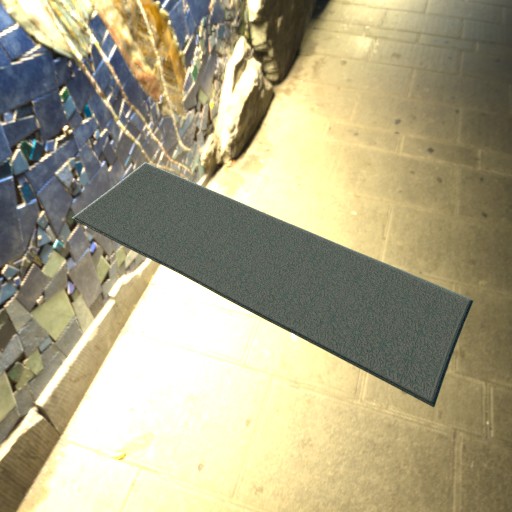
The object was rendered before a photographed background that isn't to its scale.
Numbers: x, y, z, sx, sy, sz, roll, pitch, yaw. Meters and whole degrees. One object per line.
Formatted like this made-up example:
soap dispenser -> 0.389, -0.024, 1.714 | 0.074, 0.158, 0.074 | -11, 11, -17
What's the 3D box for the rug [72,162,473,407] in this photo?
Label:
rug -> 0.000, 0.000, 2.455 | 2.196, 0.011, 0.662 | 25, 53, 21
